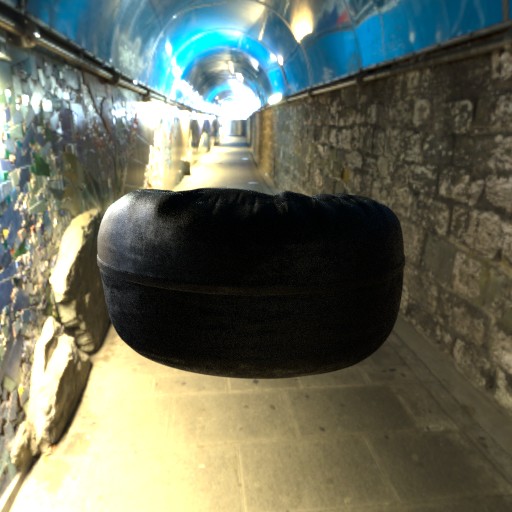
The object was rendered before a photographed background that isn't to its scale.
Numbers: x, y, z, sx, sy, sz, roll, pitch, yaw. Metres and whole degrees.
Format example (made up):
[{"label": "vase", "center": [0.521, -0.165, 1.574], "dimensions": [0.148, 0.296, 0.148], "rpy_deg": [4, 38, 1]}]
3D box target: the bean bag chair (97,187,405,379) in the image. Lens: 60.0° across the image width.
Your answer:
[{"label": "bean bag chair", "center": [0.000, 0.000, 2.459], "dimensions": [1.524, 0.878, 1.524], "rpy_deg": [2, 16, 7]}]
